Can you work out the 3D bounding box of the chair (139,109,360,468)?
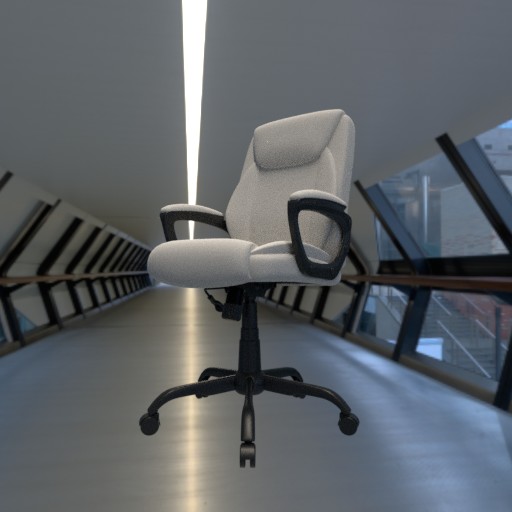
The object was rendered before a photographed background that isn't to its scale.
[{"bbox_3d":[0.000,0.000,1.458,0.663,1.065,0.669,-1,-1,36],"label":"chair"}]
